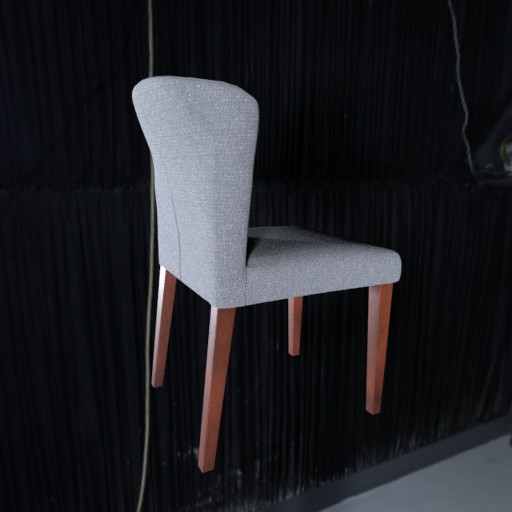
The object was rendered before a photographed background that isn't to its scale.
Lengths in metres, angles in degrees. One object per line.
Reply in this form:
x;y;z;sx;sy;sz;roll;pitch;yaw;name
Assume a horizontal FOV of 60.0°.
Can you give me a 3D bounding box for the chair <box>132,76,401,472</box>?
0.000;0.000;1.181;0.589;0.839;0.491;-6;14;-26;chair
